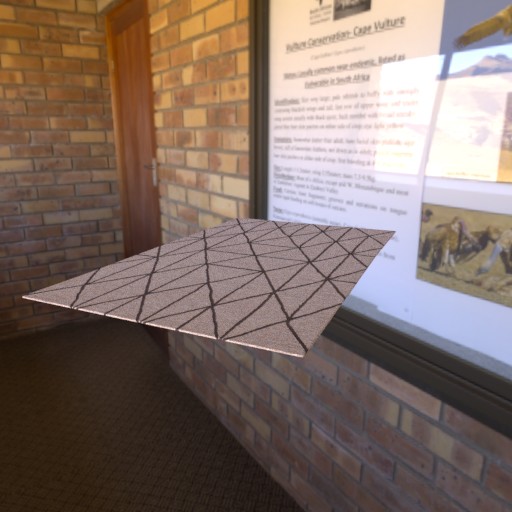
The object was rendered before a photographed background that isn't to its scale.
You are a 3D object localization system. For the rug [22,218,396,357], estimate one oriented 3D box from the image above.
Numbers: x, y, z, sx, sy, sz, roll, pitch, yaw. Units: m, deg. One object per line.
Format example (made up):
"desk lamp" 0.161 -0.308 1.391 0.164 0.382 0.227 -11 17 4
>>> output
"rug" 0.000 0.000 3.057 1.526 0.008 2.465 7 17 24
